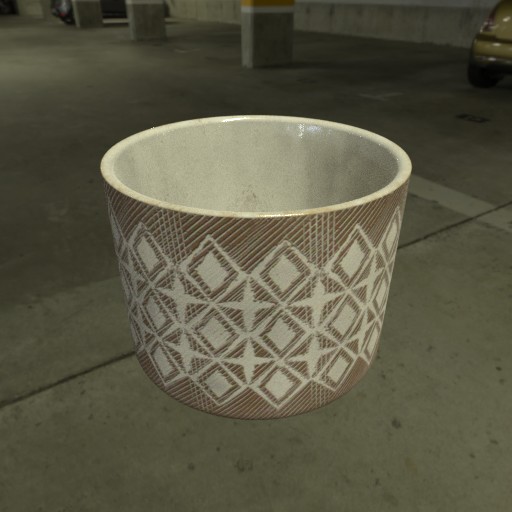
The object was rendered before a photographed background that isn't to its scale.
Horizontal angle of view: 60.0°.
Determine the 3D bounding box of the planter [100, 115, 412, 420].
[{"bbox_3d":[0.000,0.000,0.214,0.126,0.104,0.126,0,31,0],"label":"planter"}]
